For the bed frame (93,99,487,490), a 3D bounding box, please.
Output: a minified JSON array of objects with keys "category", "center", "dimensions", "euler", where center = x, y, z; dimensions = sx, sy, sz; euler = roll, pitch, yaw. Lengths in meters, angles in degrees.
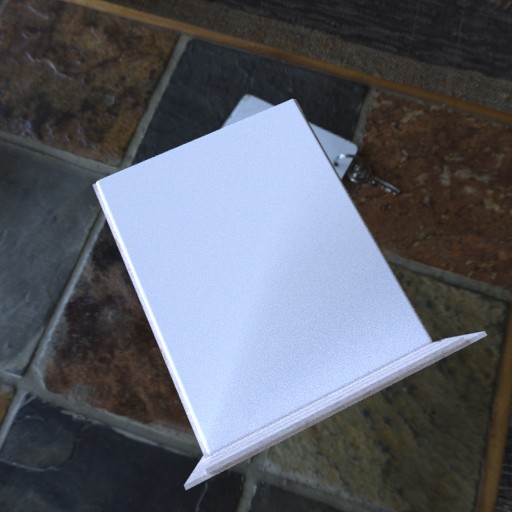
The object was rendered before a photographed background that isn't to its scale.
[{"category":"bed frame","center":[0.000,0.000,2.967],"dimensions":[1.750,0.970,2.080],"euler":[-25,76,-6]}]
